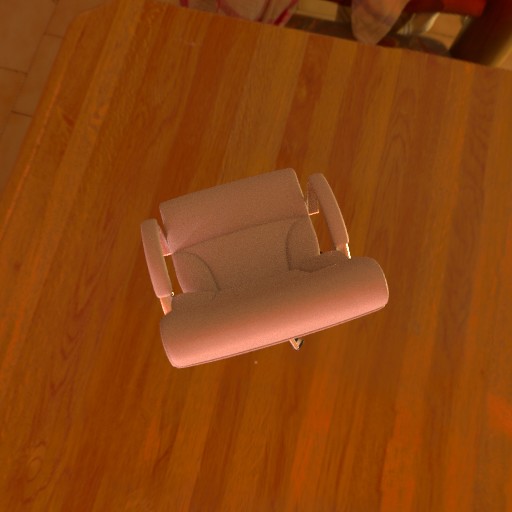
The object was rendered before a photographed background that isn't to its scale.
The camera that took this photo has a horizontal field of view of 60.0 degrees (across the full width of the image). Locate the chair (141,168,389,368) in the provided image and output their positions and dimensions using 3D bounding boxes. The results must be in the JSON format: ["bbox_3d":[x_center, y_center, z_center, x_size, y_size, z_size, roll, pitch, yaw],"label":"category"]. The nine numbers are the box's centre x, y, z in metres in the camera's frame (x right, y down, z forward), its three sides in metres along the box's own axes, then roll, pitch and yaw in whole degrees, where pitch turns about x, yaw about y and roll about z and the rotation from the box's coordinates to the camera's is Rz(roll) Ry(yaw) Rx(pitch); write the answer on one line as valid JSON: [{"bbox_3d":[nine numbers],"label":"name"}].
[{"bbox_3d":[0.000,0.000,1.641,0.727,1.099,0.745,-16,77,-4],"label":"chair"}]
